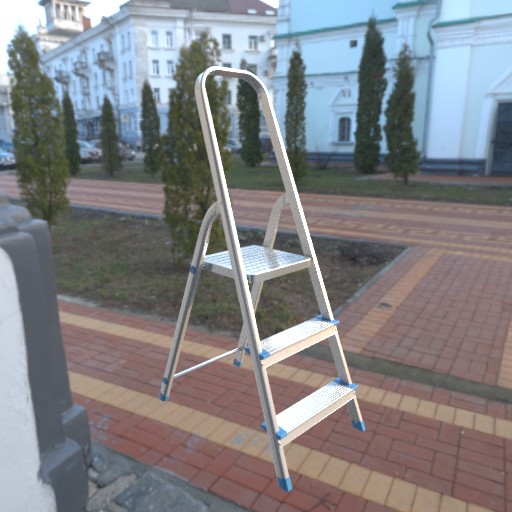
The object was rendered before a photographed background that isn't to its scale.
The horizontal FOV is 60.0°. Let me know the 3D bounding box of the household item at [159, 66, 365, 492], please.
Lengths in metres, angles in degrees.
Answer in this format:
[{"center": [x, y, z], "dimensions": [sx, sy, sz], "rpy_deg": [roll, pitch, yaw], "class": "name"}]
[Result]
[{"center": [0.000, 0.000, 1.511], "dimensions": [0.420, 1.215, 0.687], "rpy_deg": [-14, 20, -43], "class": "household item"}]
